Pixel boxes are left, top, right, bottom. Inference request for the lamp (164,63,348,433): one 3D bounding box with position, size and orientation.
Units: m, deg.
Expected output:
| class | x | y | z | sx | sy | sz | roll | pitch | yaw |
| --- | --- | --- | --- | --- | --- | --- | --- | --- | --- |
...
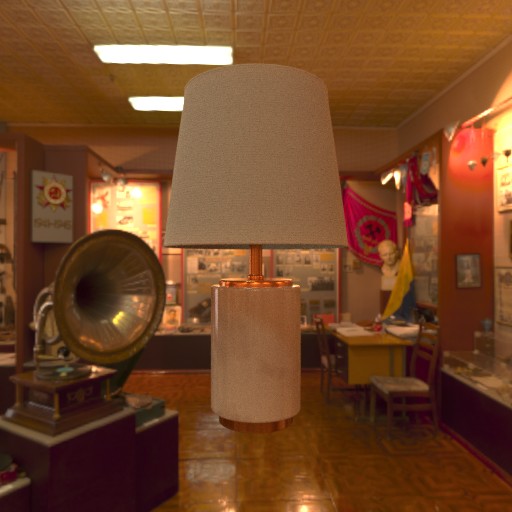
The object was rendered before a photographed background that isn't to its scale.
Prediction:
| class | x | y | z | sx | sy | sz | roll | pitch | yaw |
| --- | --- | --- | --- | --- | --- | --- | --- | --- | --- |
| lamp | 0.000 | 0.000 | 0.465 | 0.189 | 0.340 | 0.189 | 0 | 0 | 0 |
